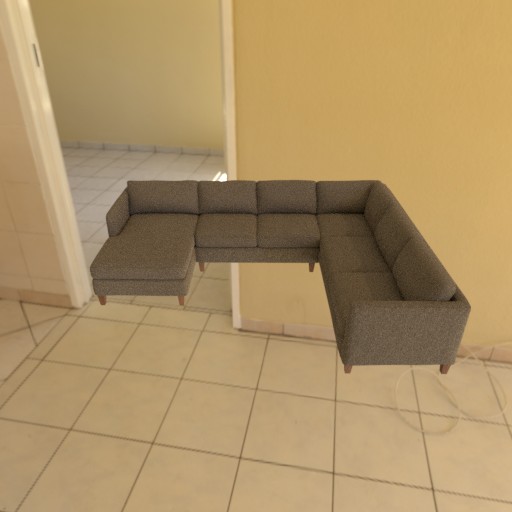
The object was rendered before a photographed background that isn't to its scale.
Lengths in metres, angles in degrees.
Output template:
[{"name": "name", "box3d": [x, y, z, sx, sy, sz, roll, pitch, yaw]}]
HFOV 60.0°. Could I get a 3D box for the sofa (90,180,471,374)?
[{"name": "sofa", "box3d": [0.000, 0.000, 4.484, 3.238, 0.853, 2.551, 0, 29, 0]}]
